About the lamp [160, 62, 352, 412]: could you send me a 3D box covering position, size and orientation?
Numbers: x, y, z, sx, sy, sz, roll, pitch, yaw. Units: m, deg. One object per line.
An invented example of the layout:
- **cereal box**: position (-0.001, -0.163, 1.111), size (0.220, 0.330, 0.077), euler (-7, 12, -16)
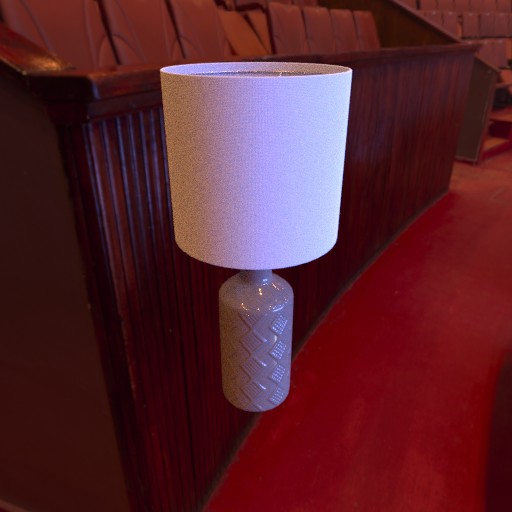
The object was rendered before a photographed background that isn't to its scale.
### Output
- **lamp**: position (0.000, 0.000, 0.589), size (0.207, 0.461, 0.207), euler (9, 28, 17)
